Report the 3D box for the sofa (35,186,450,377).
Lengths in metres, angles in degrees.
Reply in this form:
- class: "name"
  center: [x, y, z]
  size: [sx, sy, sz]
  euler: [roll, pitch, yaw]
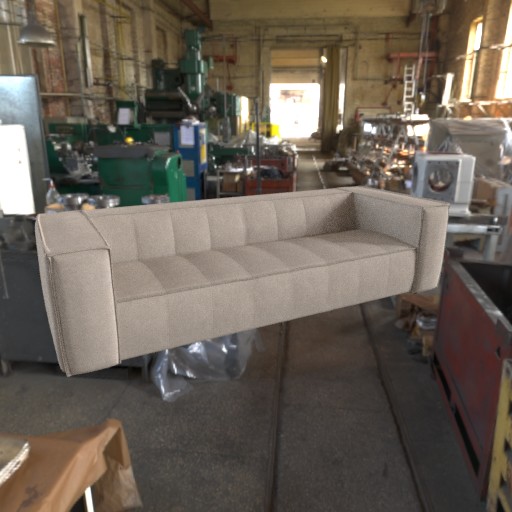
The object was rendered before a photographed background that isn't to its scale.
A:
- class: "sofa"
  center: [0.000, 0.000, 3.077]
  size: [2.697, 0.680, 1.038]
  euler: [-9, 19, -26]
